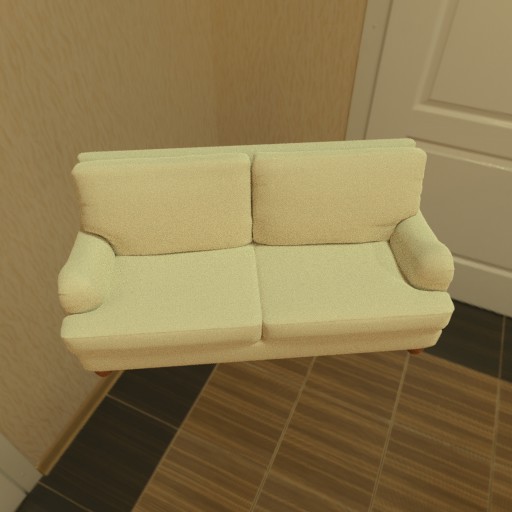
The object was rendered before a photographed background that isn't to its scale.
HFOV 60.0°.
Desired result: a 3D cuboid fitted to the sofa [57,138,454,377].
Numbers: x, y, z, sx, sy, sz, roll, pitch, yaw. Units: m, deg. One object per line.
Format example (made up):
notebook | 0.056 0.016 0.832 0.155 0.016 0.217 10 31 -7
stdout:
sofa | 0.000 0.000 2.705 2.159 1.087 1.086 -3 46 -3
